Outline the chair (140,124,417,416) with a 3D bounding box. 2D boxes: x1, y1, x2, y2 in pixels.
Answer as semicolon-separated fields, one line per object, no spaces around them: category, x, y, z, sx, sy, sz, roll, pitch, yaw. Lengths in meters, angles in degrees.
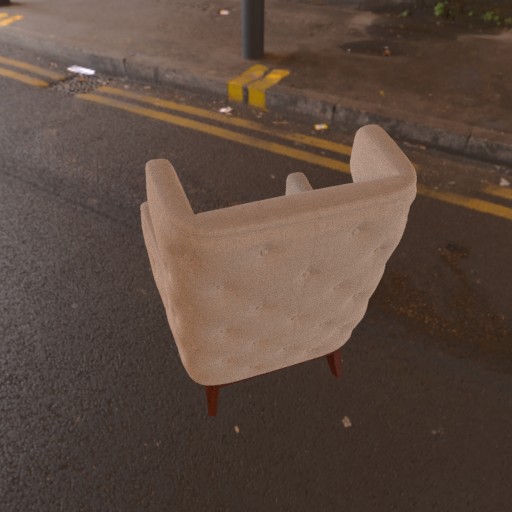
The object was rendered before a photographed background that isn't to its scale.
chair;0.000;0.000;1.697;0.778;1.079;0.899;-13;43;-14
